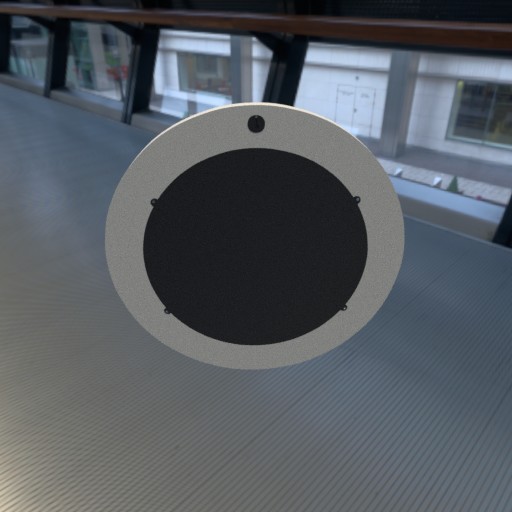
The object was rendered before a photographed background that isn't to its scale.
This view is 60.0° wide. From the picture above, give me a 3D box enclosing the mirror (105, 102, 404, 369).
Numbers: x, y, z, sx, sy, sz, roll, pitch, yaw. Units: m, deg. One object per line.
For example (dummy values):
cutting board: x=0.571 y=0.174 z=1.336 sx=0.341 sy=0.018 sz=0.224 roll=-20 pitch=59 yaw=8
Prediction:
mirror: x=0.000 y=0.000 z=1.384 sx=0.914 sy=0.914 sz=0.038 roll=-1 pitch=29 yaw=-2
